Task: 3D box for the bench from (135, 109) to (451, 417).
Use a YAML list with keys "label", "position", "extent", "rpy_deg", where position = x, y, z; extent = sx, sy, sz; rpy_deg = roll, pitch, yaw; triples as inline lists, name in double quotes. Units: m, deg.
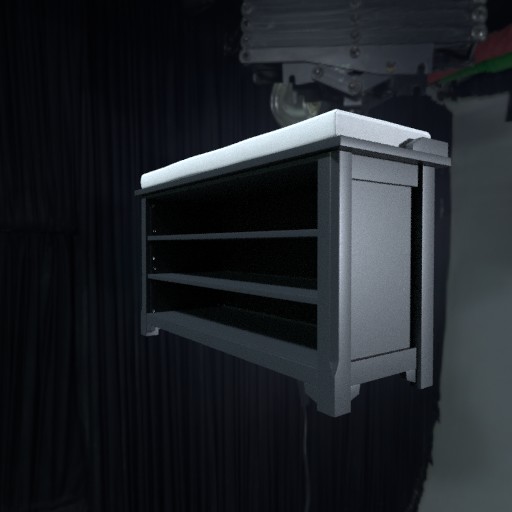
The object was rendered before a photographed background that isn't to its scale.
- label: "bench"
  position: [0.000, 0.000, 1.262]
  extent: [0.345, 0.561, 0.973]
  rpy_deg: [-1, 2, -36]
